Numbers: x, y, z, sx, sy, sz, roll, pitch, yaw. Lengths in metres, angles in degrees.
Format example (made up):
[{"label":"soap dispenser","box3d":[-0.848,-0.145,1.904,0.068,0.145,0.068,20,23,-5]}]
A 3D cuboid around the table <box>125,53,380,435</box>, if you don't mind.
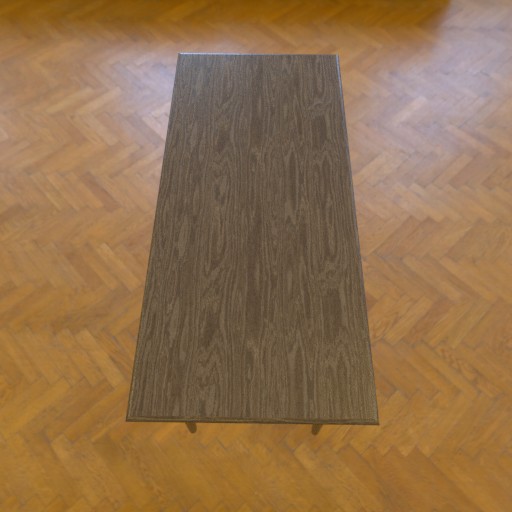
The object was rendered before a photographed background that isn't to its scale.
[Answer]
[{"label":"table","box3d":[0.000,0.000,1.686,0.599,0.780,1.300,1,62,0]}]
